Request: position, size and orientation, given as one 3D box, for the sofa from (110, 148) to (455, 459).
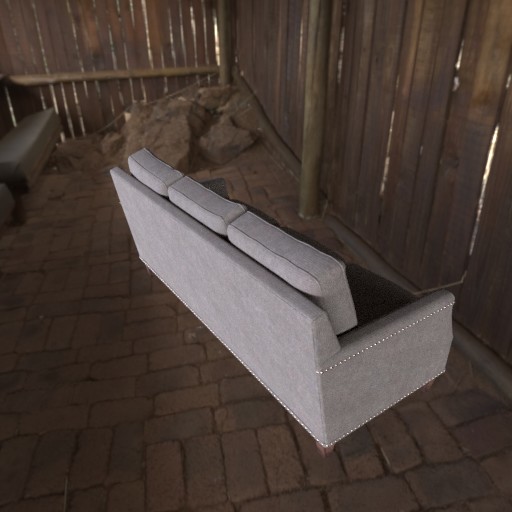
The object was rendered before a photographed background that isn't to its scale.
[{"bbox_3d":[0.000,0.000,2.795,1.034,1.042,2.226,-18,33,-30],"label":"sofa"}]
